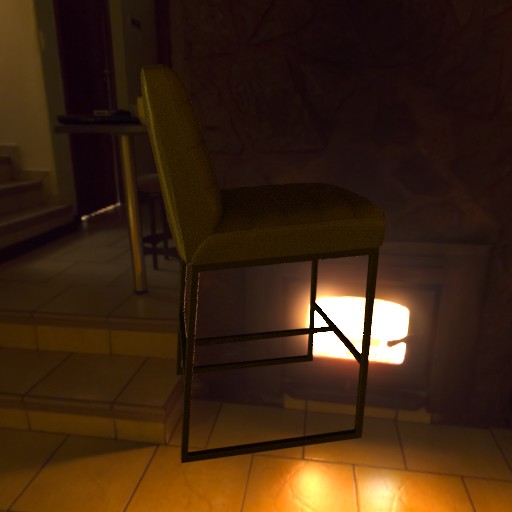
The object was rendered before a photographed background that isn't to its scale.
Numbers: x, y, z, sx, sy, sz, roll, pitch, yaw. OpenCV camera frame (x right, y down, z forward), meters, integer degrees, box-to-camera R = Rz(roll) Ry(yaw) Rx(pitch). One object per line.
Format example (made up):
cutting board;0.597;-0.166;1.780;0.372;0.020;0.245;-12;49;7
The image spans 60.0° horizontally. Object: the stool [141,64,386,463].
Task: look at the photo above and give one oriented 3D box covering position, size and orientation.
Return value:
stool;0.000;0.000;1.236;0.552;0.938;0.457;-3;17;-11
